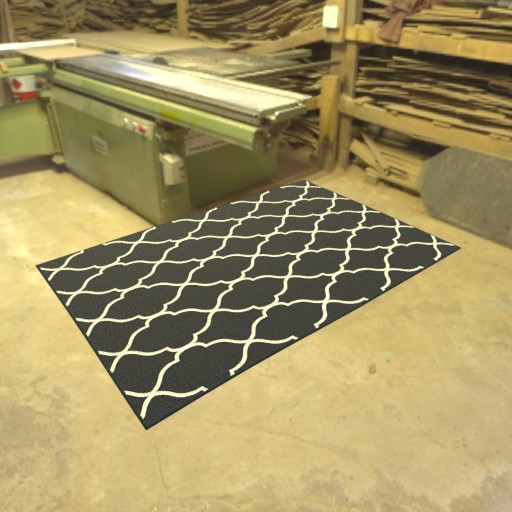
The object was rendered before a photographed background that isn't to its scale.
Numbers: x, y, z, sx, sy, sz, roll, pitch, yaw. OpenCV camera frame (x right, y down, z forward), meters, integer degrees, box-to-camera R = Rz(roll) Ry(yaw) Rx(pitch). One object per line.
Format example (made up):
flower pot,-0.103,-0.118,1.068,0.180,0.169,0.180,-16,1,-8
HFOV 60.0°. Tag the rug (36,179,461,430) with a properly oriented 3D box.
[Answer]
rug,0.000,0.000,2.848,2.294,0.014,1.528,-22,38,-32
